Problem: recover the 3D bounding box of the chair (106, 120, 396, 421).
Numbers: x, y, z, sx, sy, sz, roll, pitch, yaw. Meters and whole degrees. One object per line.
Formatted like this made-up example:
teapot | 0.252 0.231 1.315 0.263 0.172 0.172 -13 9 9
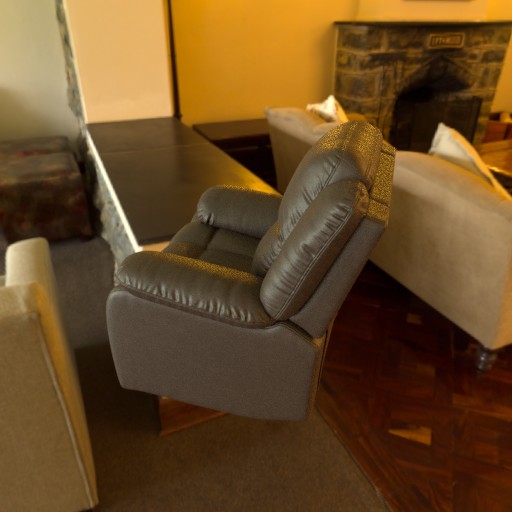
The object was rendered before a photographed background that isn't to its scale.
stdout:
chair | 0.000 0.000 1.737 0.934 1.009 0.899 8 30 15
